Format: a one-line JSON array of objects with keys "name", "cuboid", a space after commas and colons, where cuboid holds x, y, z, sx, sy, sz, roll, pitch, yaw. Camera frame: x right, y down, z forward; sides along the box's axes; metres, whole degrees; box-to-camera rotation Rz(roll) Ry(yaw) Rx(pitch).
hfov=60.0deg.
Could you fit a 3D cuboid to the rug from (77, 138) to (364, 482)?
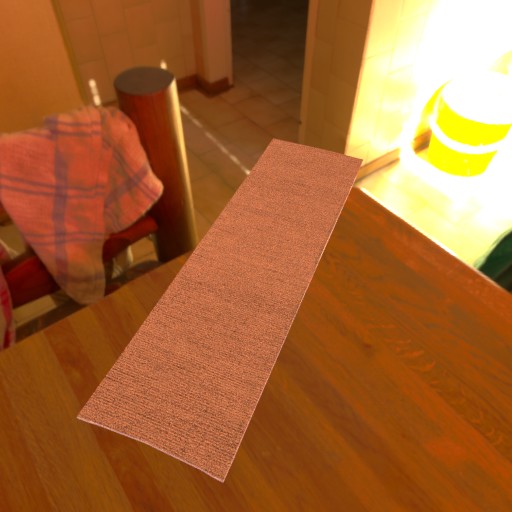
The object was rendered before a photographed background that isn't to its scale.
[{"name": "rug", "cuboid": [0.000, 0.000, 2.528, 0.692, 0.032, 2.320, 17, 50, 15]}]
